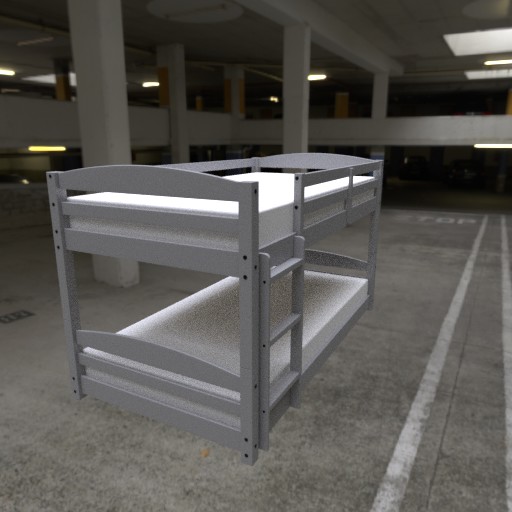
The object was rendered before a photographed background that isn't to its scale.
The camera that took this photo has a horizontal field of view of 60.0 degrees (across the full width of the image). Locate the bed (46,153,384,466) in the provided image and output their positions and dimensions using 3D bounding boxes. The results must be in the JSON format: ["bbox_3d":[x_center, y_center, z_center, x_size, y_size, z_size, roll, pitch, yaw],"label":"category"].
[{"bbox_3d":[0.000,0.000,2.771,1.105,1.206,2.013,8,17,27],"label":"bed"}]
